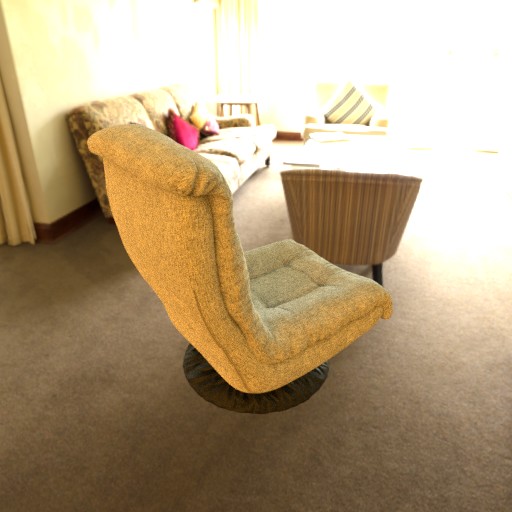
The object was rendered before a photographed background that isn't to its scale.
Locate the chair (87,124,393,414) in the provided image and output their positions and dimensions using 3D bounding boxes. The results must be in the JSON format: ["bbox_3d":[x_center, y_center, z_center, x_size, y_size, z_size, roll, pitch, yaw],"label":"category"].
[{"bbox_3d":[0.000,0.000,1.009,0.583,0.600,0.400,-18,31,-32],"label":"chair"}]
